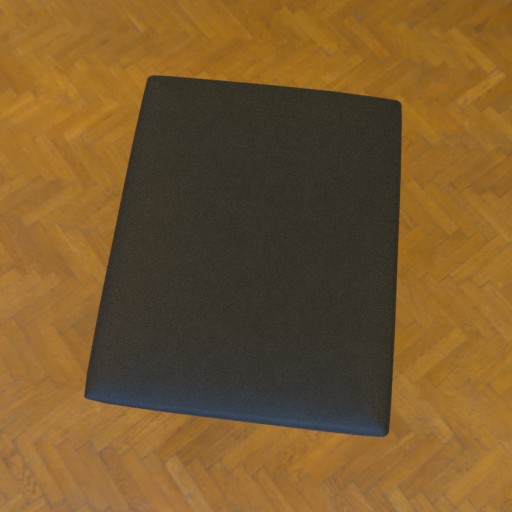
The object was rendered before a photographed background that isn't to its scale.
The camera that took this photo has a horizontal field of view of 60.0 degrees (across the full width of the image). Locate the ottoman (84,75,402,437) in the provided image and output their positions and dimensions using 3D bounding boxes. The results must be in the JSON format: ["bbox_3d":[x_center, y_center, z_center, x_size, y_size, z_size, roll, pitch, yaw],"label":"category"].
[{"bbox_3d":[0.000,0.000,1.751,0.967,0.696,1.187,6,76,2],"label":"ottoman"}]
